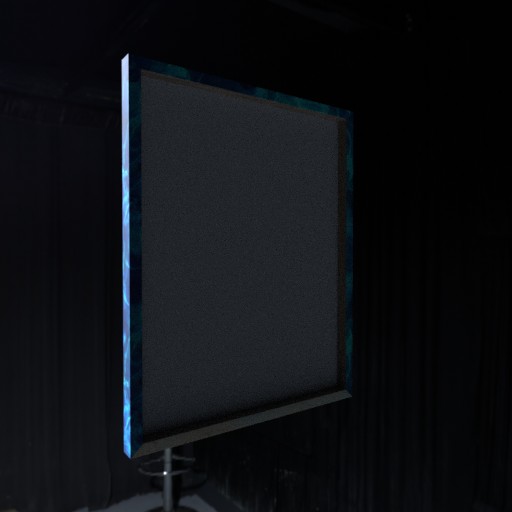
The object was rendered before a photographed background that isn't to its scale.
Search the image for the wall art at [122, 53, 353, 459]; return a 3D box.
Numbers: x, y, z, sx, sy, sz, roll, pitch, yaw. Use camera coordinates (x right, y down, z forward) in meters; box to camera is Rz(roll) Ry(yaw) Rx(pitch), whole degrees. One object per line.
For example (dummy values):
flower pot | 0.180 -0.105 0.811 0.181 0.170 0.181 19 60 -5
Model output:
wall art | 0.000 0.000 1.022 0.609 0.760 0.038 -1 1 -36
